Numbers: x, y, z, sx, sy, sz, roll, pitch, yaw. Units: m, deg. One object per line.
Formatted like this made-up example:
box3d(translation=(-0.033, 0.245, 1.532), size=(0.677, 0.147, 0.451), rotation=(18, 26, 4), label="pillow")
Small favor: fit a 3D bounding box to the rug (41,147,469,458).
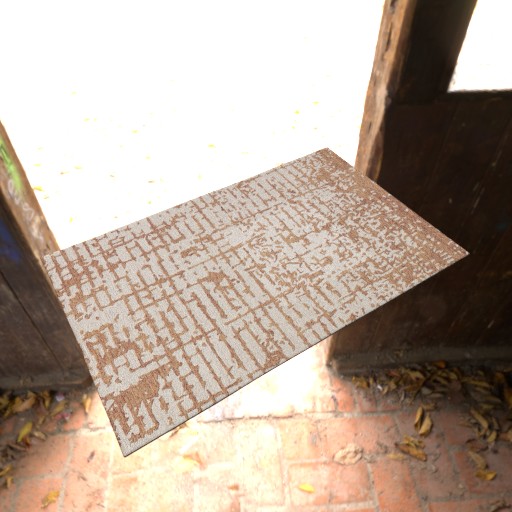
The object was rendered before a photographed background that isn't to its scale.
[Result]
box3d(translation=(0.000, 0.000, 2.959), size=(2.435, 0.011, 1.517), rotation=(-25, 52, -22), label="rug")
